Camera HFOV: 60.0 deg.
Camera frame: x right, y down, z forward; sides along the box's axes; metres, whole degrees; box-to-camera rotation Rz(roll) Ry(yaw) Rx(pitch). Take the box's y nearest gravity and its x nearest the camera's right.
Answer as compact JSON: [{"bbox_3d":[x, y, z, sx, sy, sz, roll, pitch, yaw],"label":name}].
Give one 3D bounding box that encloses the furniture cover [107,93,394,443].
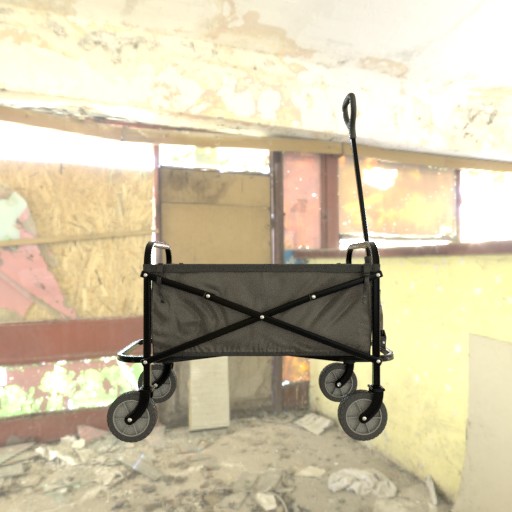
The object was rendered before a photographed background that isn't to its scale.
[{"bbox_3d":[0.000,0.000,1.777,1.038,1.295,0.532,0,-1,-1],"label":"furniture cover"}]
